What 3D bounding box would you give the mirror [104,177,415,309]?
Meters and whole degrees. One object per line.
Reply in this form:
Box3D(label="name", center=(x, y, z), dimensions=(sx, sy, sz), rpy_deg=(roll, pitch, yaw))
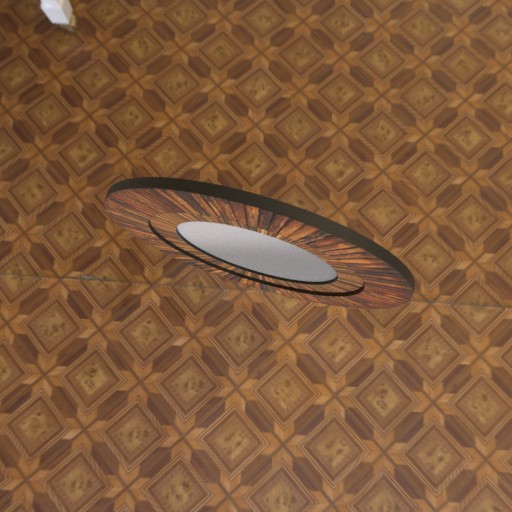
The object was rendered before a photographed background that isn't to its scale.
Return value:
Box3D(label="mirror", center=(0.000, 0.000, 1.572), dimensions=(1.077, 1.077, 0.036), rpy_deg=(16, 76, 4))
